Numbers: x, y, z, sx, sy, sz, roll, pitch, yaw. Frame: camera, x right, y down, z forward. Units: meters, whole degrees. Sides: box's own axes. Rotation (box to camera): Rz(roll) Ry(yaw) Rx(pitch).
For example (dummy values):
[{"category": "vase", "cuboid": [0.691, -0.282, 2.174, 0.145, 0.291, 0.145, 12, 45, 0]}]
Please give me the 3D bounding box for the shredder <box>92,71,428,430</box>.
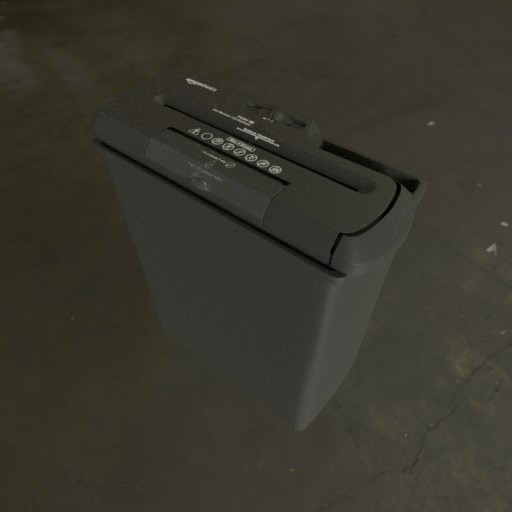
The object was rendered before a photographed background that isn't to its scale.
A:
[{"category": "shredder", "cuboid": [0.000, 0.000, 0.512, 0.320, 0.335, 0.170, 30, 53, 26]}]
